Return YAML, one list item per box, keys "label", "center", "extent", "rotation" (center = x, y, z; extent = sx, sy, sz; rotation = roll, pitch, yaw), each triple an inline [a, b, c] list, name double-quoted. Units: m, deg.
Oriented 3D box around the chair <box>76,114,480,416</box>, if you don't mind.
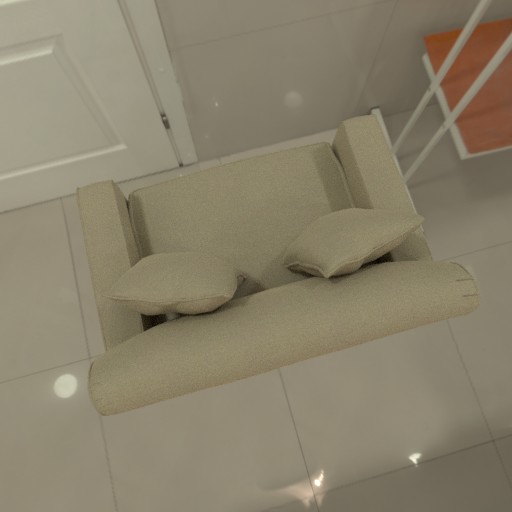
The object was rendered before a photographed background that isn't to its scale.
- label: "chair"
  center: [0.000, 0.000, 1.997]
  extent: [1.383, 0.948, 1.000]
  rotation: [-15, 76, -4]
